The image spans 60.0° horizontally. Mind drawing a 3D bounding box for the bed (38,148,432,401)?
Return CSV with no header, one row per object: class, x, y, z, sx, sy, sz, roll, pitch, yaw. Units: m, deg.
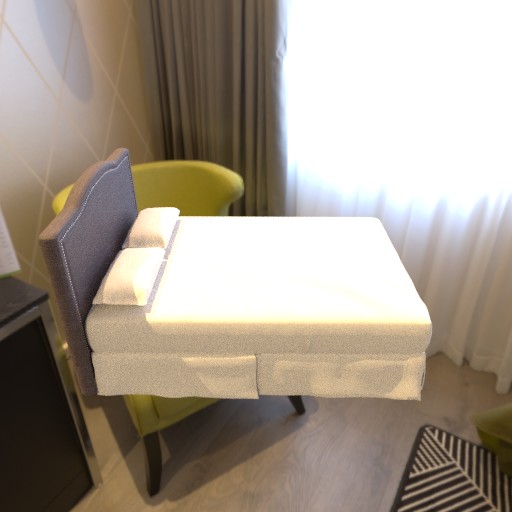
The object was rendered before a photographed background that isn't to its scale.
bed,0.000,0.000,3.581,2.507,1.441,1.741,0,31,0
